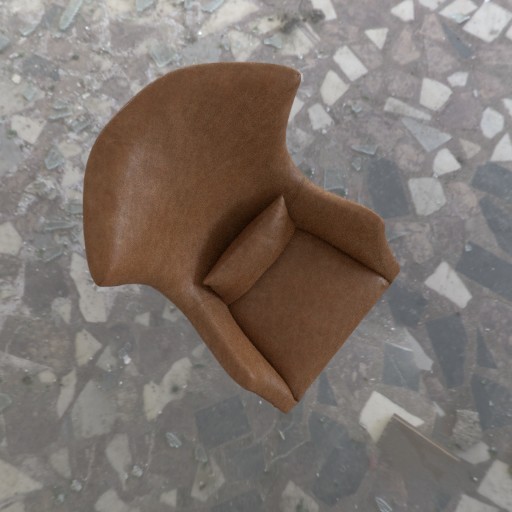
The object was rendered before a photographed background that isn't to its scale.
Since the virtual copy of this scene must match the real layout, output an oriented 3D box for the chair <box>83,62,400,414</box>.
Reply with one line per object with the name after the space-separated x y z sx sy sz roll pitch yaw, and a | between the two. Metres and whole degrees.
0.000 0.000 1.676 0.955 1.067 0.846 40 79 9 | chair
